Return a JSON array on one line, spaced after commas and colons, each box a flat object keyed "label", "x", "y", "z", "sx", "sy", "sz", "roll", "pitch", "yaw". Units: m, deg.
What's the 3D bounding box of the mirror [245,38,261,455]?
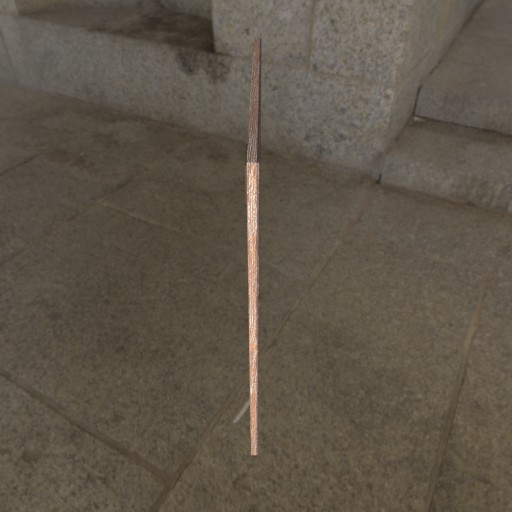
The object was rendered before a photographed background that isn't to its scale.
[{"label": "mirror", "x": 0.000, "y": 0.000, "z": 1.293, "sx": 0.025, "sy": 0.996, "sz": 0.705, "roll": 1, "pitch": 41, "yaw": 1}]
